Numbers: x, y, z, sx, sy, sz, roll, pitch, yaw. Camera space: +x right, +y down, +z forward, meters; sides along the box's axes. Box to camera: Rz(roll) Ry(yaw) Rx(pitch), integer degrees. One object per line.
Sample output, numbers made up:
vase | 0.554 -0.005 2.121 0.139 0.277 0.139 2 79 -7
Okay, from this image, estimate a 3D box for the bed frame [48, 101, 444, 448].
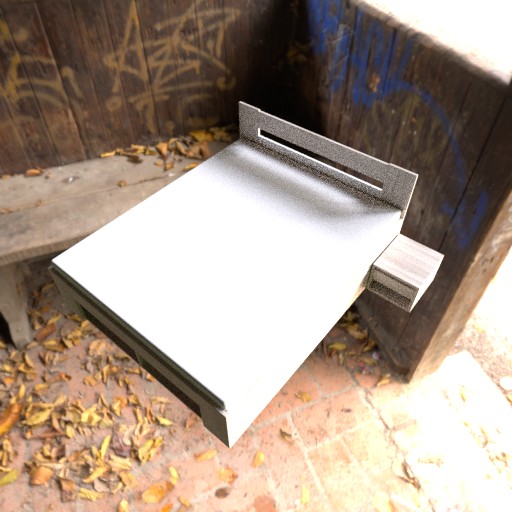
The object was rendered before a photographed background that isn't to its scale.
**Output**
bed frame | 0.000 0.000 3.180 2.040 0.860 2.050 31 54 26
